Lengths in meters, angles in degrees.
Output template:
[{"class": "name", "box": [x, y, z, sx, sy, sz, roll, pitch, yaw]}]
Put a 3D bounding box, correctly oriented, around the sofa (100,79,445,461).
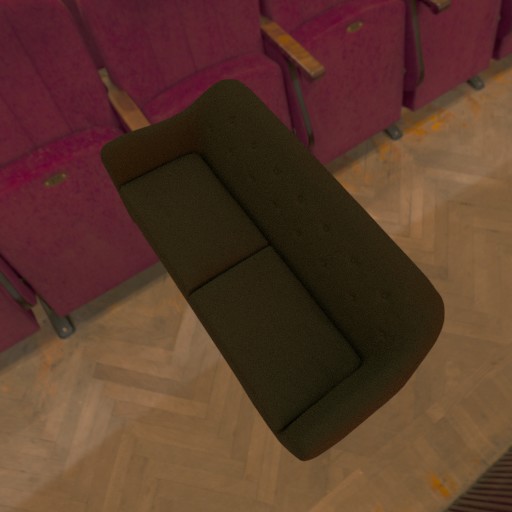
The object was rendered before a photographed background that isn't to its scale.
[{"class": "sofa", "box": [0.000, 0.000, 2.271, 0.820, 0.836, 1.840, -31, 67, -15]}]
